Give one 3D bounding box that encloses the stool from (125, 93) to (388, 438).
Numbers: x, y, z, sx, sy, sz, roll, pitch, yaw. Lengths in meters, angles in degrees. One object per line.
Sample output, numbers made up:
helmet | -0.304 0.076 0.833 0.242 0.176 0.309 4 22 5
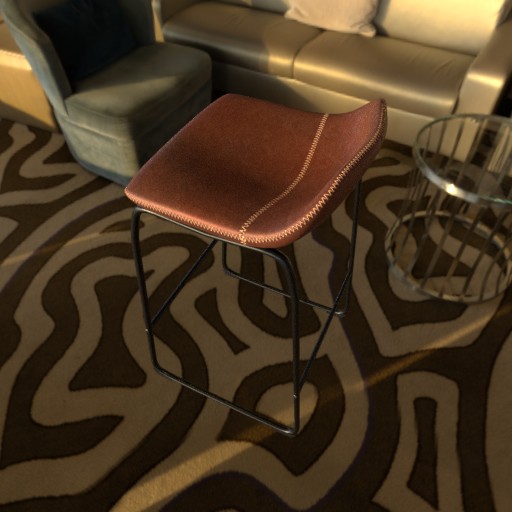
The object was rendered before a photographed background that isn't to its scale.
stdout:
stool | 0.000 0.000 1.108 0.473 0.830 0.454 20 51 17
